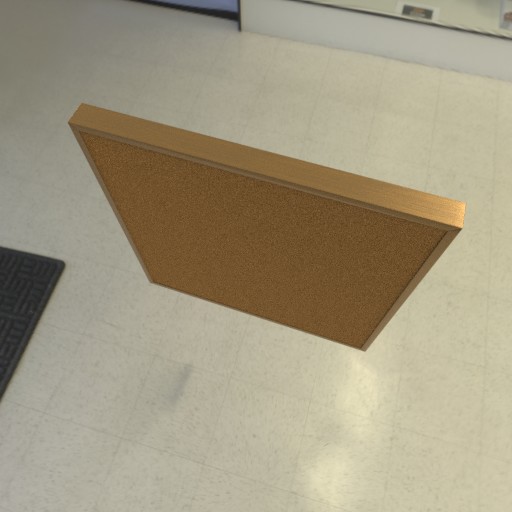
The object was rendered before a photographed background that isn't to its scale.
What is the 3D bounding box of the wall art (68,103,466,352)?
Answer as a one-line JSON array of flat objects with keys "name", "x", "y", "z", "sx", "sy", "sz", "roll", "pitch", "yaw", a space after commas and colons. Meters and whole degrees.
[{"name": "wall art", "x": 0.000, "y": 0.000, "z": 0.769, "sx": 0.505, "sy": 0.505, "sz": 0.037, "roll": 17, "pitch": 63, "yaw": 9}]
